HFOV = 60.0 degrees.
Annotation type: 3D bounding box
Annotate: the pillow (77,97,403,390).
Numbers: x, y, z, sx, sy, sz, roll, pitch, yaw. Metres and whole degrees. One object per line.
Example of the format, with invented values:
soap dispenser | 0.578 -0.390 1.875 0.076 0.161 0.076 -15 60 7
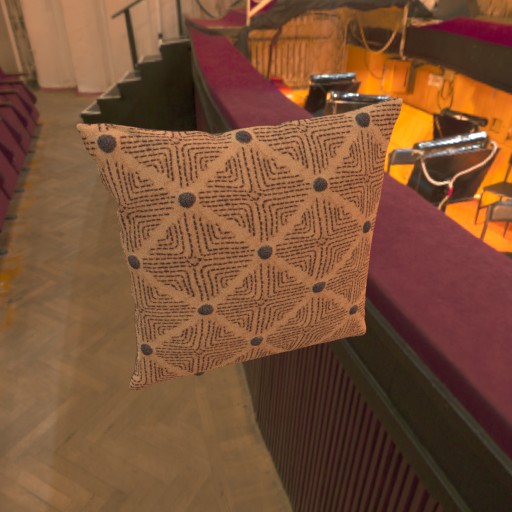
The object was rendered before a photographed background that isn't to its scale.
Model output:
pillow | 0.000 0.000 0.786 0.510 0.510 0.145 -10 33 -15
